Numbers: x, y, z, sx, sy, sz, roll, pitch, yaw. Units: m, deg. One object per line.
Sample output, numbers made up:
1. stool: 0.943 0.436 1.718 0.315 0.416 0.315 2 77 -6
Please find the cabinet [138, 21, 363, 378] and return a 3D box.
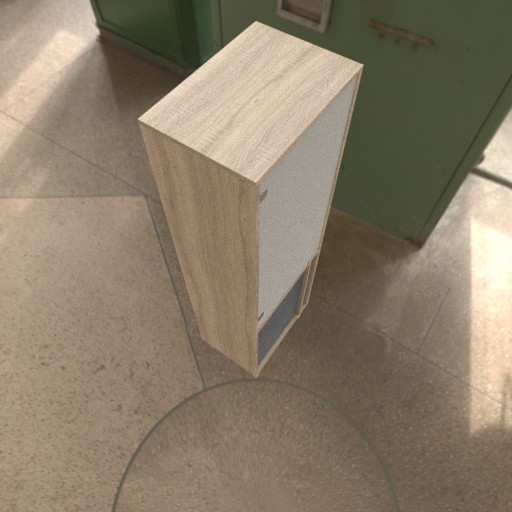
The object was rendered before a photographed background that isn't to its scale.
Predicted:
1. cabinet: 0.000 0.000 2.077 0.400 1.850 0.570 31 64 17
